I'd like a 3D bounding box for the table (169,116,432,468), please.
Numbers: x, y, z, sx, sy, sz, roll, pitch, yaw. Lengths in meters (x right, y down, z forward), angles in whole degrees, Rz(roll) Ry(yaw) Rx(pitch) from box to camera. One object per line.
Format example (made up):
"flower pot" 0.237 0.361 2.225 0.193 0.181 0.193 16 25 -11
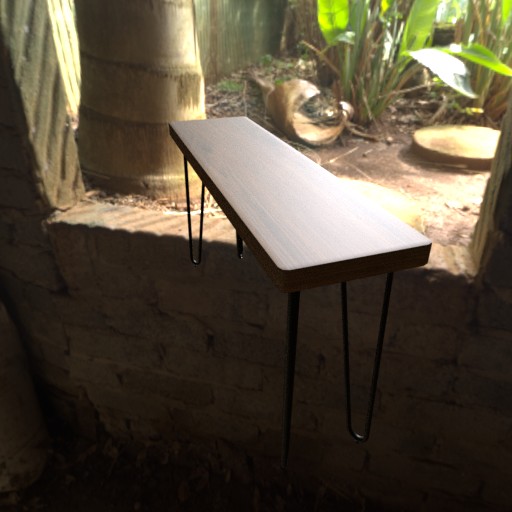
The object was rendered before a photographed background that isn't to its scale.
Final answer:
"table" 0.000 0.000 1.913 0.425 0.834 1.570 -10 31 -17
